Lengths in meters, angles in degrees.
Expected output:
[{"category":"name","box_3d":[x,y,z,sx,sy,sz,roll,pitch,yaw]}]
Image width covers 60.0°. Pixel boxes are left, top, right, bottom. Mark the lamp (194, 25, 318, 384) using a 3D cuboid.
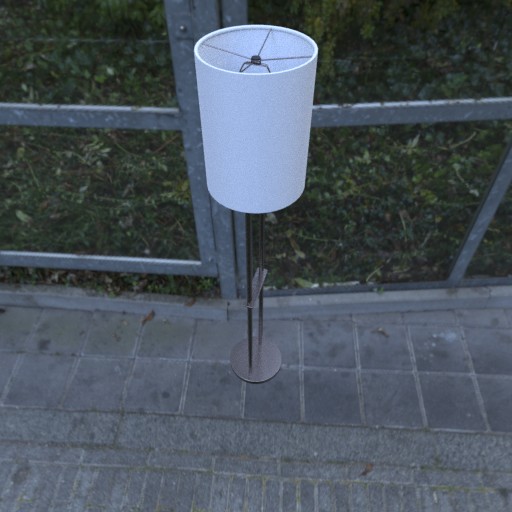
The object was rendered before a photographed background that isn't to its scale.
[{"category":"lamp","box_3d":[0.000,0.000,1.640,0.305,1.500,0.306,12,48,11]}]
